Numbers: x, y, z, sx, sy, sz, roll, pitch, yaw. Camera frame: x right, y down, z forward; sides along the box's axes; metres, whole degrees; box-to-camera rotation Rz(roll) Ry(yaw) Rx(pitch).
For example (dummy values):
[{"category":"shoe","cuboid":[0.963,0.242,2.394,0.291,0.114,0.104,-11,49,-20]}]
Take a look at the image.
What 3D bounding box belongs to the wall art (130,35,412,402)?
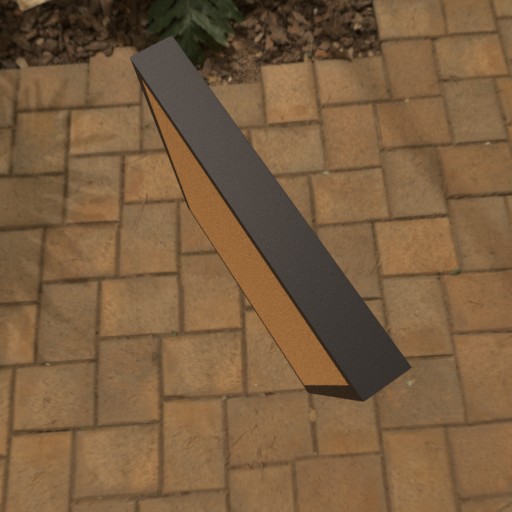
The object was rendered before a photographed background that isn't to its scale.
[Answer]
[{"category":"wall art","cuboid":[0.000,0.000,0.459,0.038,0.304,0.305,-32,76,-9]}]
